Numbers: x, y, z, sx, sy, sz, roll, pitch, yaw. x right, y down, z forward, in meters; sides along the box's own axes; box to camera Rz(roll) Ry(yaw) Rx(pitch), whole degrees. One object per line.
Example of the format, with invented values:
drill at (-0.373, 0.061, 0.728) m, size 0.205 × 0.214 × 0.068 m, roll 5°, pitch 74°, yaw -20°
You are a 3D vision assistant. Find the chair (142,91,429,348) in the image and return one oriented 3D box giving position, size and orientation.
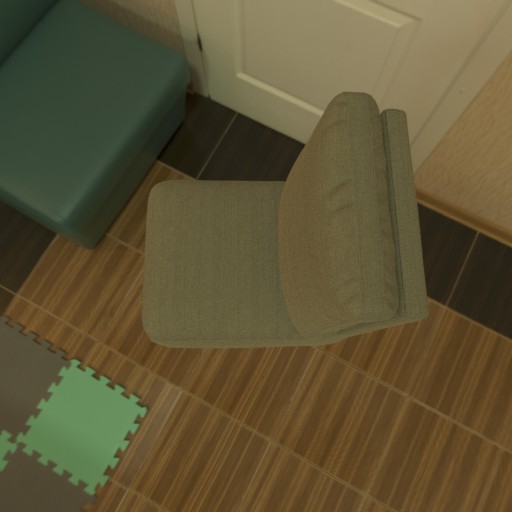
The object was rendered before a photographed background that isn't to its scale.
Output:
chair at (0.000, 0.000, 1.320) m, size 0.698 × 0.927 × 0.503 m, roll -1°, pitch 75°, yaw 0°
